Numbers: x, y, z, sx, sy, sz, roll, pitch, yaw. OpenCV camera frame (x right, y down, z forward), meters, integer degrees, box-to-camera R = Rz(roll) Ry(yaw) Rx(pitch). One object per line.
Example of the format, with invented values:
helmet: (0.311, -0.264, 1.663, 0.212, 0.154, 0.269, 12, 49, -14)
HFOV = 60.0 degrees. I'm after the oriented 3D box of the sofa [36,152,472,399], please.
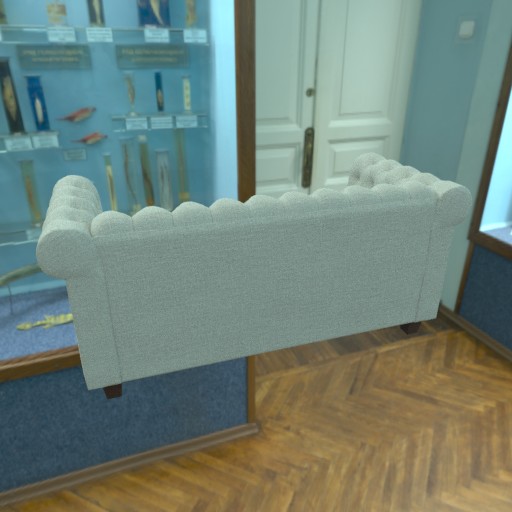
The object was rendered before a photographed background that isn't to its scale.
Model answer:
sofa: (0.000, 0.000, 2.187, 1.798, 0.797, 0.783, -8, 26, -17)
